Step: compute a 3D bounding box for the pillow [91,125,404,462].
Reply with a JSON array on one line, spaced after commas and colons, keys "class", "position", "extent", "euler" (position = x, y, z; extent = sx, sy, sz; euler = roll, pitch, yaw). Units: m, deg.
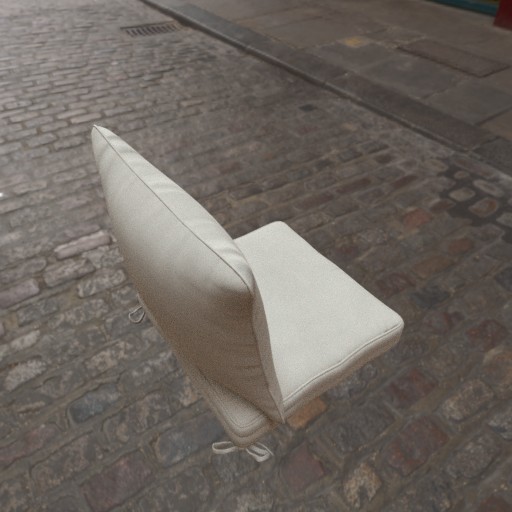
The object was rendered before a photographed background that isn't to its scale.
[{"class": "pillow", "position": [0.000, 0.000, 1.338], "extent": [0.733, 0.716, 0.798], "euler": [-25, 47, -26]}]
